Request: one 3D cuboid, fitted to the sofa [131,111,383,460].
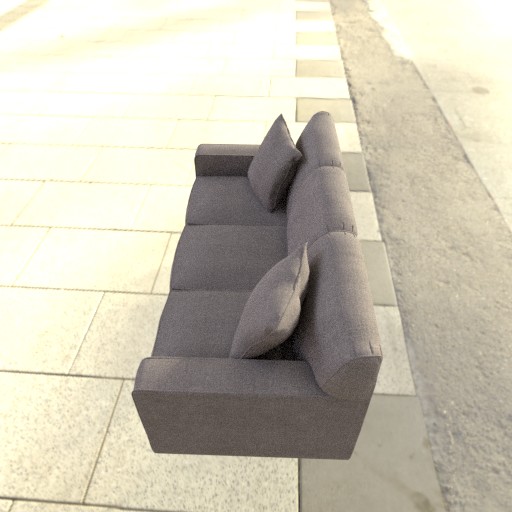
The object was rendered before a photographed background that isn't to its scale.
[{"bbox_3d":[0.000,0.000,2.577,0.997,0.958,2.024,1,43,1],"label":"sofa"}]
